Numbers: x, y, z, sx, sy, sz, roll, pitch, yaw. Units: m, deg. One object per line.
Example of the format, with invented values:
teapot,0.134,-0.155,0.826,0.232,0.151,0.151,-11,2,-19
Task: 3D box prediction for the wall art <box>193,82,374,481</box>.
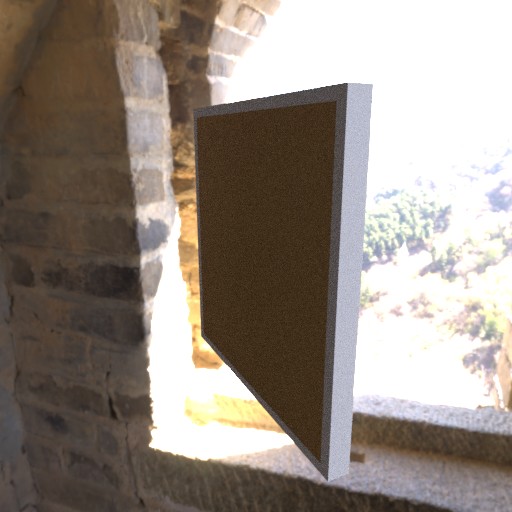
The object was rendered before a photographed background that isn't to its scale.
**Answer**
wall art,0.000,0.000,0.762,0.035,0.507,0.508,-7,17,-25
